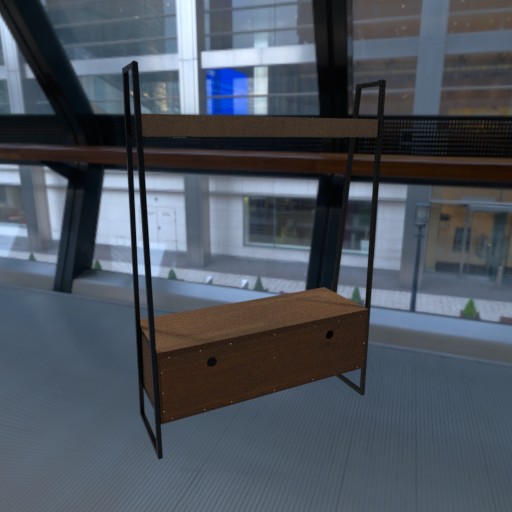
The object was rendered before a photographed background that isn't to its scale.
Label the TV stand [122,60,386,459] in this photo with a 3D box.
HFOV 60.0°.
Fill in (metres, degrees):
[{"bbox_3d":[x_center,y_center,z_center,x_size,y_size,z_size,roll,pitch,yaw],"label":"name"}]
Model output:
[{"bbox_3d":[0.000,0.000,2.345,1.250,1.772,0.432,-7,16,-26],"label":"TV stand"}]
